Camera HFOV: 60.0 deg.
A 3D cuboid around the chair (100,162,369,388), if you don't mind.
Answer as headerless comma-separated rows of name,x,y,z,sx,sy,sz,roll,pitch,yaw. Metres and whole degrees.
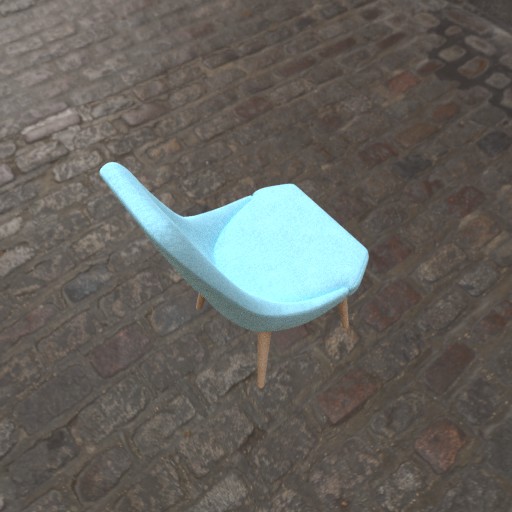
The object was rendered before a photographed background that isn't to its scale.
chair,0.000,0.000,1.390,0.660,1.040,0.510,-34,63,-20
